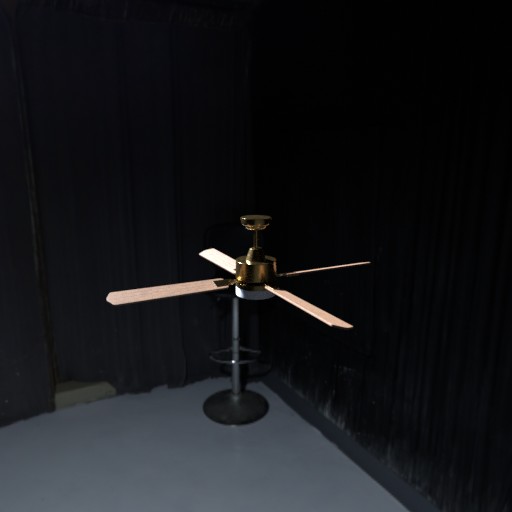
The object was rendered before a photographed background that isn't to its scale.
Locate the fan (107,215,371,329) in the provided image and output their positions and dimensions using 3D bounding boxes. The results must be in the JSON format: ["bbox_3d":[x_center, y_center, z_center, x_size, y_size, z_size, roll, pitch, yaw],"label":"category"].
[{"bbox_3d":[0.000,0.000,2.014,1.320,0.355,1.320,-7,15,-26],"label":"fan"}]
